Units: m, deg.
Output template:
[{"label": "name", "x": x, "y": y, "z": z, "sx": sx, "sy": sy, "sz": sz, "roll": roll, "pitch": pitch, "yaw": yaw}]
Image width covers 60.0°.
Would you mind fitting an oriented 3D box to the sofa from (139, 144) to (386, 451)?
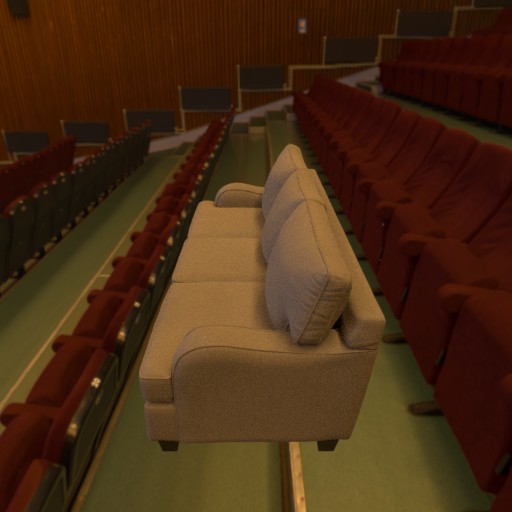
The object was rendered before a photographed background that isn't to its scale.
[{"label": "sofa", "x": 0.000, "y": 0.000, "z": 2.859, "sx": 1.016, "sy": 0.991, "sz": 2.323, "roll": 0, "pitch": 26, "yaw": 0}]
